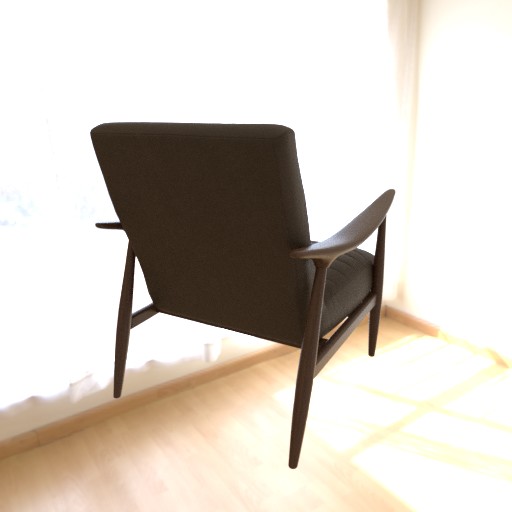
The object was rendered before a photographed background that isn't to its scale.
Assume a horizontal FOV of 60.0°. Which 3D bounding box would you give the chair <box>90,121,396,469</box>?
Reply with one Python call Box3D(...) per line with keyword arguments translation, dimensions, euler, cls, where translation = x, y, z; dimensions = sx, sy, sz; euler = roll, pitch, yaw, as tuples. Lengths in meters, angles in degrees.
Box3D(translation=(0.000, 0.000, 1.439), dimensions=(0.741, 0.831, 0.798), euler=(9, 19, 28), cls="chair")
